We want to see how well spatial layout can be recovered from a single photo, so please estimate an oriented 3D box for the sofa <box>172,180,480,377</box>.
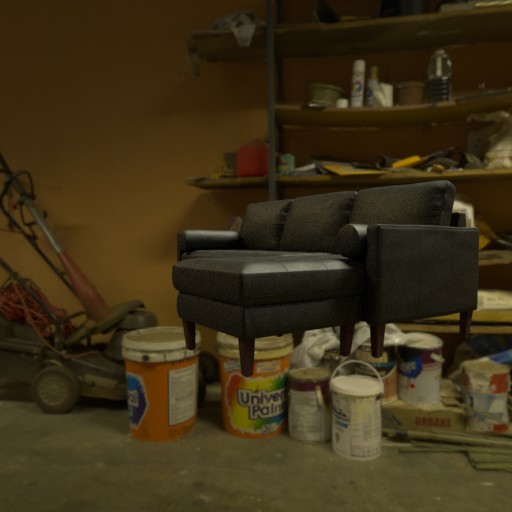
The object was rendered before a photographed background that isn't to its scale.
[{"bbox_3d":[0.000,0.000,2.899,1.497,0.876,2.178,-1,2,-34],"label":"sofa"}]
